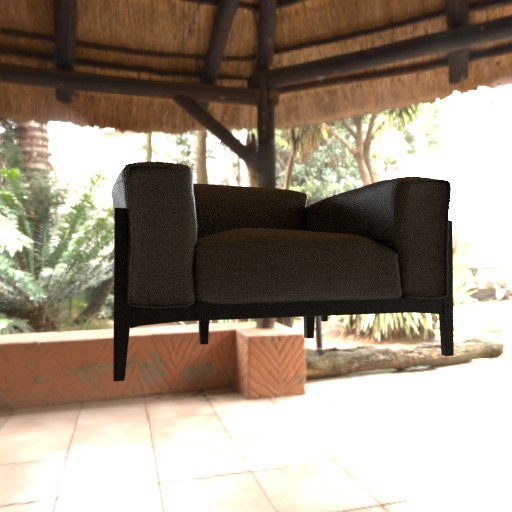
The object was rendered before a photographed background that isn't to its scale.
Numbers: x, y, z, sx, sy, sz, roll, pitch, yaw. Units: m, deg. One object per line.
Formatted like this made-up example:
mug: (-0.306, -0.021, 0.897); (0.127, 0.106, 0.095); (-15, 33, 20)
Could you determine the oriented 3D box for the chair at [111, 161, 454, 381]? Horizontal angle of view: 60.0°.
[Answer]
chair: (0.000, 0.000, 1.698); (1.056, 0.646, 0.969); (0, -1, -17)
